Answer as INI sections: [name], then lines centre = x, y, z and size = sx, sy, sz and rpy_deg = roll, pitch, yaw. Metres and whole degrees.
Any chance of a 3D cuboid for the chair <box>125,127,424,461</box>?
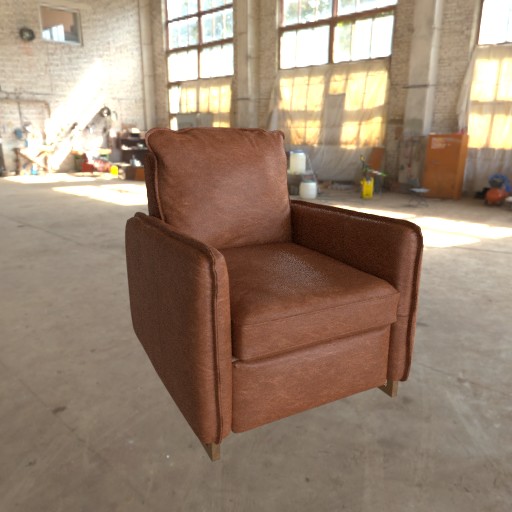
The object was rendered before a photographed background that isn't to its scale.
[chair]
centre = 0.000, 0.000, 1.642
size = 0.830, 0.922, 0.922
rpy_deg = -8, 18, -26
